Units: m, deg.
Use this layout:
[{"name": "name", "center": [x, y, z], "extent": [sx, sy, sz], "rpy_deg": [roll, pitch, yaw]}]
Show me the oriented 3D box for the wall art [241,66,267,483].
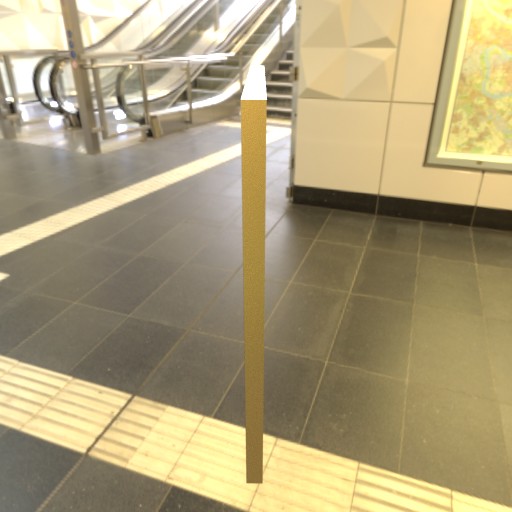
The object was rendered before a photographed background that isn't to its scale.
[{"name": "wall art", "center": [0.000, 0.000, 0.758], "extent": [0.025, 0.569, 0.444], "rpy_deg": [0, 27, 1]}]
